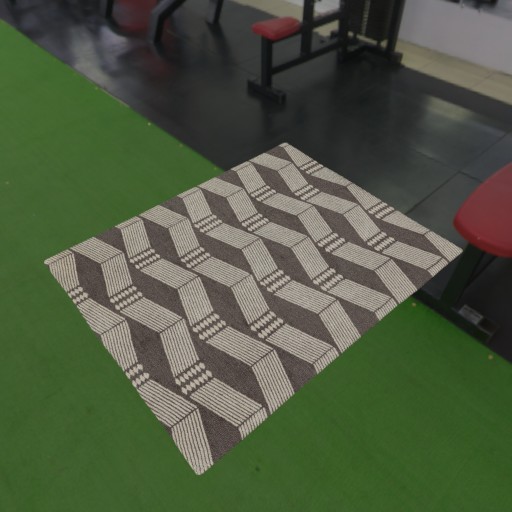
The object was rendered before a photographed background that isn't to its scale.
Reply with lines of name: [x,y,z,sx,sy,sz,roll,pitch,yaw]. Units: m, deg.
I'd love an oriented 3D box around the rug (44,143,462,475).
rug: [0.000,0.000,4.108,3.048,0.016,2.438,-32,54,-27]
